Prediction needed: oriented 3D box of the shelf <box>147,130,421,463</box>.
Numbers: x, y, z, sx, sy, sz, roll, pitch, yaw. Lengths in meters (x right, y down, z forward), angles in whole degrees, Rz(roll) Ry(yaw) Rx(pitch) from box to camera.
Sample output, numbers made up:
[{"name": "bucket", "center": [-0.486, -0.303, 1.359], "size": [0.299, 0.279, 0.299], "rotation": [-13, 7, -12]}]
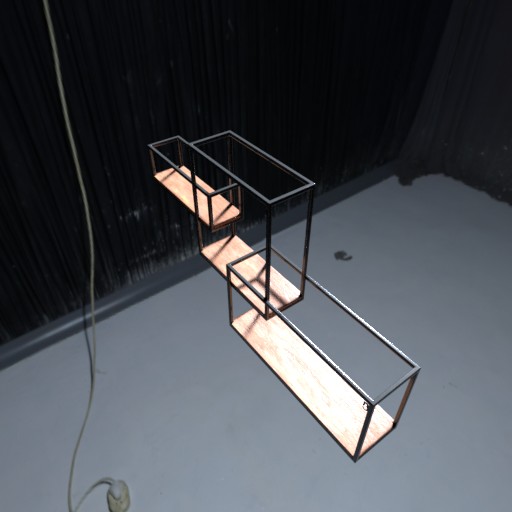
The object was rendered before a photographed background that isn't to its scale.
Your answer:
[{"name": "shelf", "center": [0.000, 0.000, 2.179], "size": [0.275, 0.972, 1.781], "rotation": [-26, 47, -27]}]
